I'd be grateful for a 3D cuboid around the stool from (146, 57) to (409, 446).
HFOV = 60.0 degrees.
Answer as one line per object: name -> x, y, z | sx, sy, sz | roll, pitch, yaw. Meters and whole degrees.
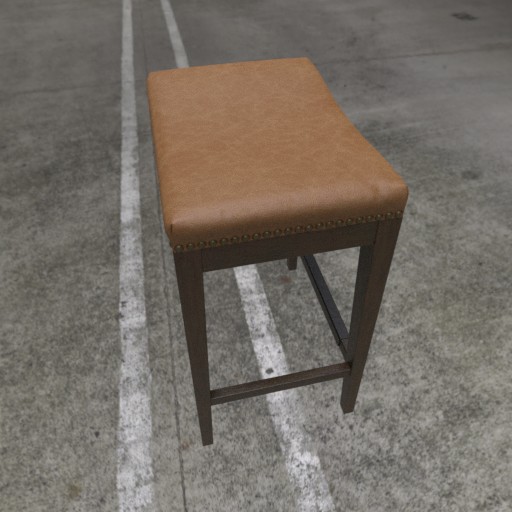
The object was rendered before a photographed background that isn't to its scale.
stool -> 0.000, 0.000, 0.966 | 0.361, 0.660, 0.500 | -9, 46, -9
